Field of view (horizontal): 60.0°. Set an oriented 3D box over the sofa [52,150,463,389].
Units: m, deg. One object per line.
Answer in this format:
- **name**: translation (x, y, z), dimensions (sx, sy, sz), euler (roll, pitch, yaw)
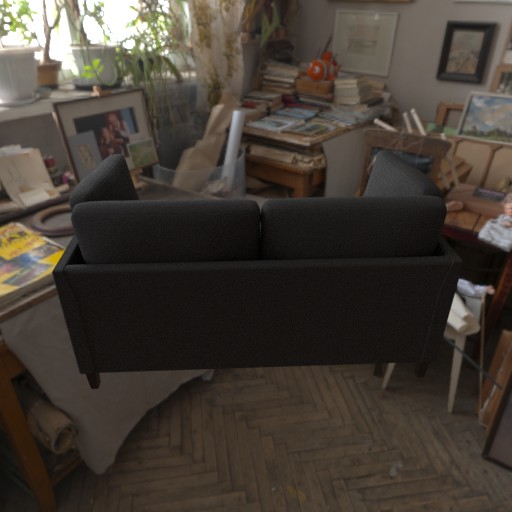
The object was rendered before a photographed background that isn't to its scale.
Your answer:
- **sofa**: translation (0.000, 0.000, 2.351), dimensions (1.751, 0.920, 0.969), euler (-1, 30, -2)
